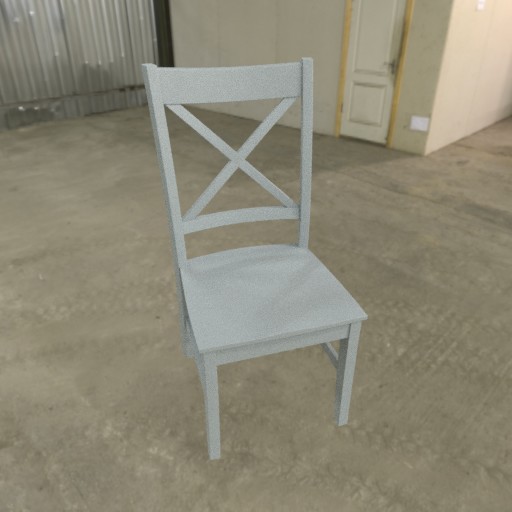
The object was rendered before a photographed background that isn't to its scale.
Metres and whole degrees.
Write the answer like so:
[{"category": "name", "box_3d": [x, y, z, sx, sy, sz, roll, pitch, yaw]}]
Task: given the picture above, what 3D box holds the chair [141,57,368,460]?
[{"category": "chair", "box_3d": [0.000, 0.000, 1.279, 0.485, 0.983, 0.542, -9, 32, -14]}]
